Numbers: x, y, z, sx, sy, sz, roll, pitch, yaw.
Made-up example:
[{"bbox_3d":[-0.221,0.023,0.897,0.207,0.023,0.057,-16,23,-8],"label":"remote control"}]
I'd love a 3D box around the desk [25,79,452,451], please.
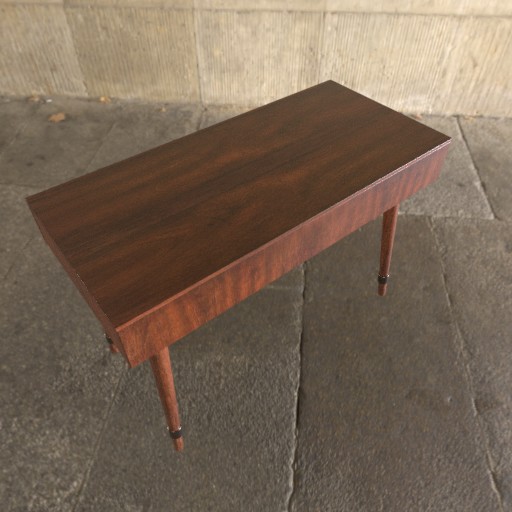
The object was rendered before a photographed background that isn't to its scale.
[{"bbox_3d":[0.000,0.000,2.129,1.577,1.031,0.734,-30,53,-26],"label":"desk"}]
